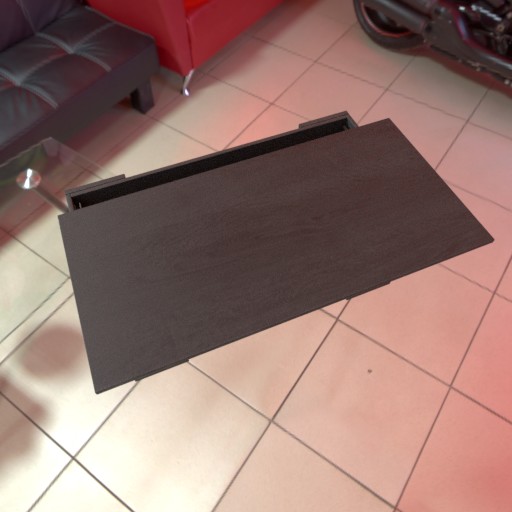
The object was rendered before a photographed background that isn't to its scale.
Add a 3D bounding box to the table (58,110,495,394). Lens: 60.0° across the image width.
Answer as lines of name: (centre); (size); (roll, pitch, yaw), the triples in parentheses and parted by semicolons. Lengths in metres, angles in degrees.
table: (0.000, 0.000, 1.421); (1.000, 0.570, 0.711); (-19, 59, -12)
